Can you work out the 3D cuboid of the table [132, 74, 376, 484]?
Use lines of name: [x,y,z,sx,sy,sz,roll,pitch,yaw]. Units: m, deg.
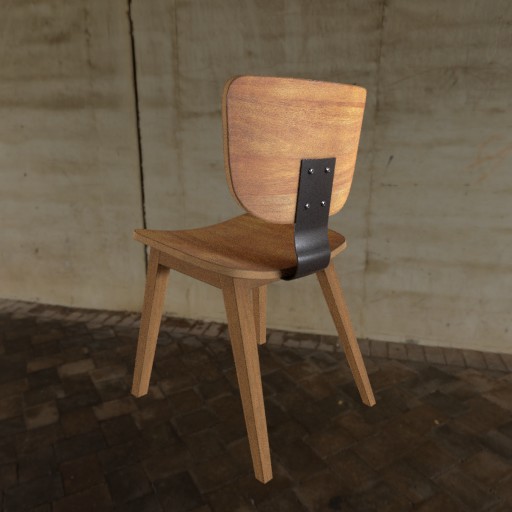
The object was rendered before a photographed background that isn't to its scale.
table: [0.000,0.000,1.130,0.499,0.805,0.500,-14,21,-41]
